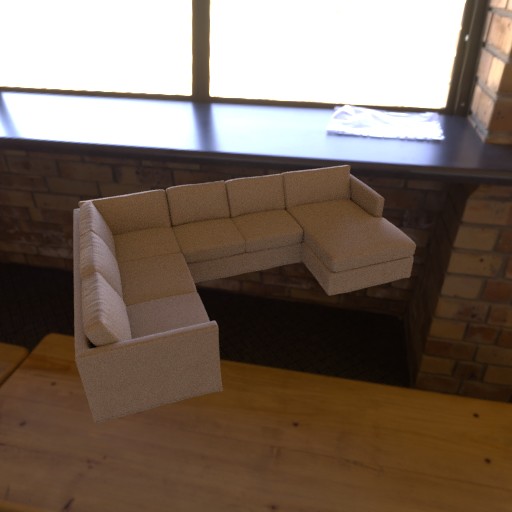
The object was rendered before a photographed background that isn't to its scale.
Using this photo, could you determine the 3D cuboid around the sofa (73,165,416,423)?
[{"bbox_3d":[0.000,0.000,4.572,3.460,0.882,2.427,-11,34,-16],"label":"sofa"}]
